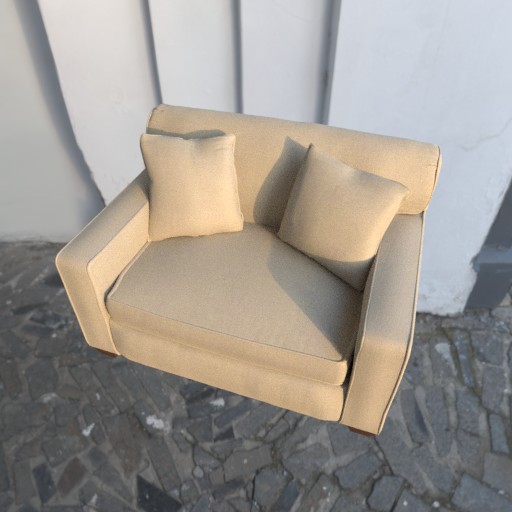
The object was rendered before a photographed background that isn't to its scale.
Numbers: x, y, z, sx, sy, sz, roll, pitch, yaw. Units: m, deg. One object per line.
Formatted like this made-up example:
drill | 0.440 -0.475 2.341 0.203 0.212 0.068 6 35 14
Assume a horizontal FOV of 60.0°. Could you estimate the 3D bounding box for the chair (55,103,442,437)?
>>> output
chair | 0.000 0.000 2.008 1.383 0.948 1.000 13 43 14
